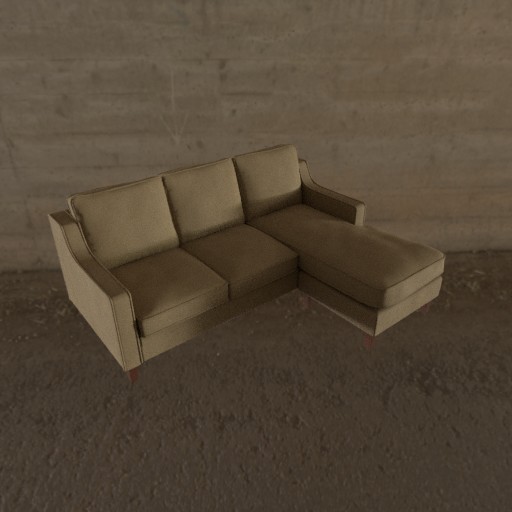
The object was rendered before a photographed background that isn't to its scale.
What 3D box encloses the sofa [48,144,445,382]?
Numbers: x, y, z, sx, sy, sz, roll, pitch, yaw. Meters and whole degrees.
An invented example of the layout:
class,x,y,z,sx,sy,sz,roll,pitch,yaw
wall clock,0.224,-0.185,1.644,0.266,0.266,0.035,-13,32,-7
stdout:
class,x,y,z,sx,sy,sz,roll,pitch,yaw
sofa,0.000,0.000,3.314,2.317,1.066,1.858,-22,36,-33
